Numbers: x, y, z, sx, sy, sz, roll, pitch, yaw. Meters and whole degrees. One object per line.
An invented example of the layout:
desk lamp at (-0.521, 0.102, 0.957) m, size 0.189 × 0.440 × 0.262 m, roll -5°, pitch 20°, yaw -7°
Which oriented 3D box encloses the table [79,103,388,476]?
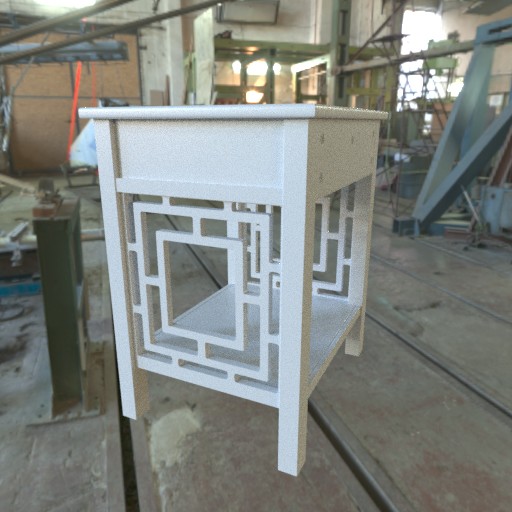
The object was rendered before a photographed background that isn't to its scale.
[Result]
table at (0.000, 0.000, 1.032) m, size 0.451 × 0.646 × 0.564 m, roll 8°, pitch 18°, yaw 24°
